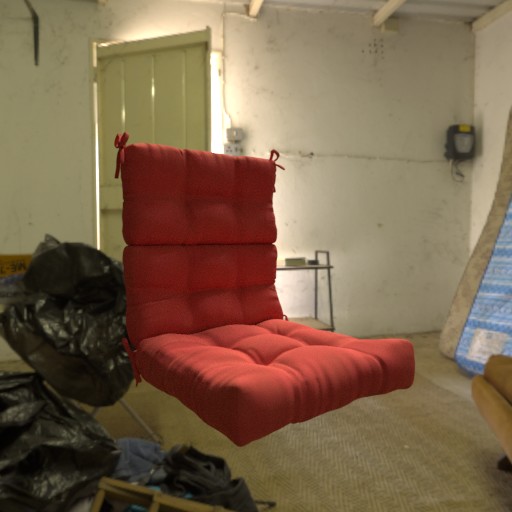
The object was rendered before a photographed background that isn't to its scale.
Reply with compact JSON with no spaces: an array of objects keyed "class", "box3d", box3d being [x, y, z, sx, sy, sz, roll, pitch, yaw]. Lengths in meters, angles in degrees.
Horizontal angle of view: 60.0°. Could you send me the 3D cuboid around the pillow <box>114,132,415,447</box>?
[{"class":"pillow","box3d":[0.000,0.000,1.035,0.519,0.605,0.571,-2,3,-36]}]
